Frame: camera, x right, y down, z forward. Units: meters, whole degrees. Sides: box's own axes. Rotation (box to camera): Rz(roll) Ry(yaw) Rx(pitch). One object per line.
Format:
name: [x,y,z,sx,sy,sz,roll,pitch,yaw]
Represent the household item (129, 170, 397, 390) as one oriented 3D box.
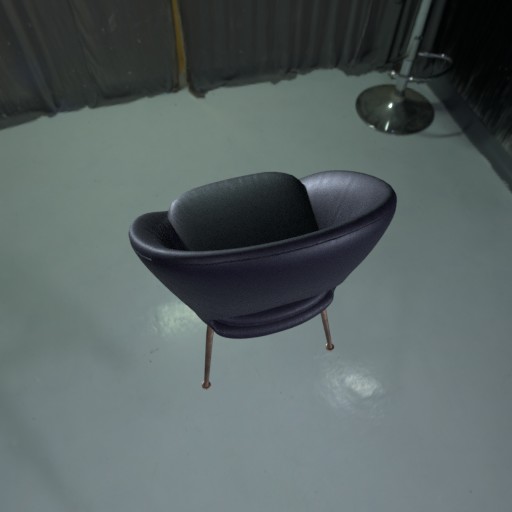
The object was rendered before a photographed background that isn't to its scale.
household item: [0.000,0.000,1.264,0.623,0.852,0.573,-15,58,-10]
